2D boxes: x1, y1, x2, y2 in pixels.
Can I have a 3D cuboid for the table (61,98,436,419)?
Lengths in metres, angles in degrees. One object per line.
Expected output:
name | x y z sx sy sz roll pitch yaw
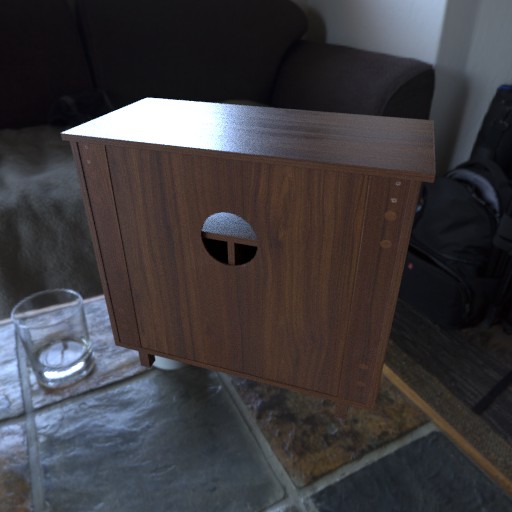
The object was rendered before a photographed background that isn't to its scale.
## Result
table | 0.000 0.000 1.242 0.802 0.725 0.390 10 33 16
